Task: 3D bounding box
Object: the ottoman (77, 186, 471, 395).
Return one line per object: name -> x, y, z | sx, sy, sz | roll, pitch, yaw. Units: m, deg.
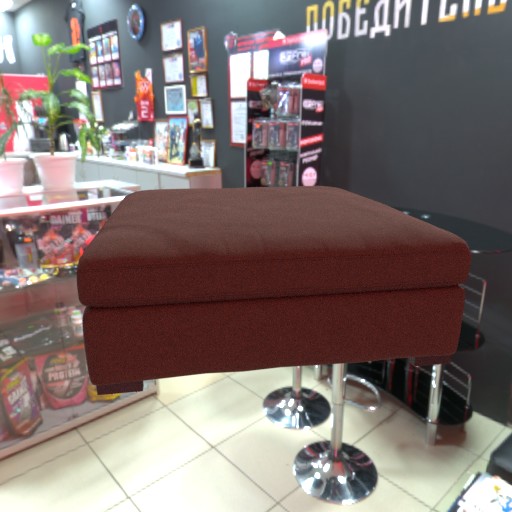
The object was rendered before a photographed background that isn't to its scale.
ottoman -> 0.000, 0.000, 1.847 | 1.181, 0.470, 1.181 | -3, 17, -9
